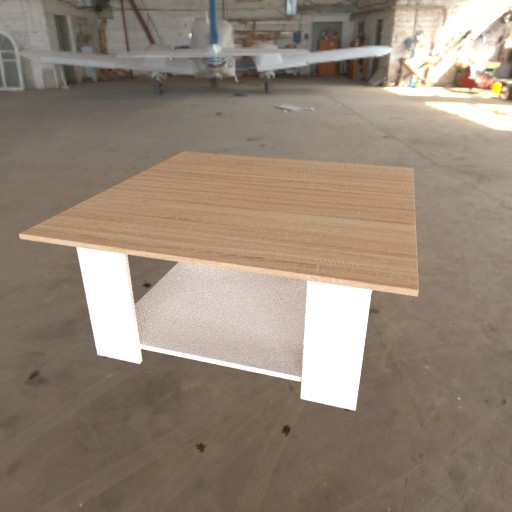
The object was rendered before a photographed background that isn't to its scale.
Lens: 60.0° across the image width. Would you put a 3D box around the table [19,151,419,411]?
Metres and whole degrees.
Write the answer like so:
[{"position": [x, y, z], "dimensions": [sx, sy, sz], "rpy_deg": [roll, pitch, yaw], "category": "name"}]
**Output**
[{"position": [0.000, 0.000, 1.047], "dimensions": [0.670, 0.305, 0.670], "rpy_deg": [8, 27, 15], "category": "table"}]
